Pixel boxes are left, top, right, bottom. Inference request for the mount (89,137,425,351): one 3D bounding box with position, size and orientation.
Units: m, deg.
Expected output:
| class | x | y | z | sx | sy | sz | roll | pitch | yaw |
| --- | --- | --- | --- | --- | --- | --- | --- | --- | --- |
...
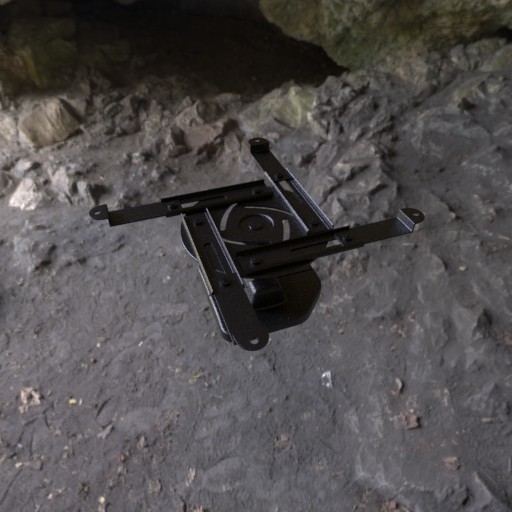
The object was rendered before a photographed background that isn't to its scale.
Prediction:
| class | x | y | z | sx | sy | sz | roll | pitch | yaw |
| --- | --- | --- | --- | --- | --- | --- | --- | --- | --- |
| mount | 0.000 | 0.000 | 0.600 | 0.394 | 0.141 | 0.394 | -13 | 43 | -15 |
